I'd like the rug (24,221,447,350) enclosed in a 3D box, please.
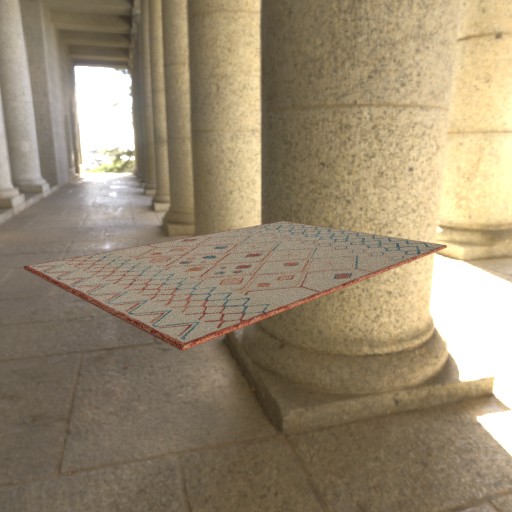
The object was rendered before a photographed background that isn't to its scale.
[{"bbox_3d":[0.000,0.000,2.267,1.219,0.016,1.829,13,19,43],"label":"rug"}]
